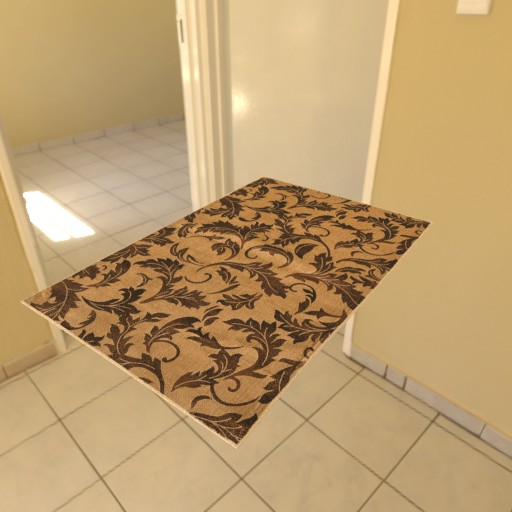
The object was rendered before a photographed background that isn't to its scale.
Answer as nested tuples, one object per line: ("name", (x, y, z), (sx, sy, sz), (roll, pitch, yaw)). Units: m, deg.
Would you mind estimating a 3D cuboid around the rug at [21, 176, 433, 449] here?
("rug", (0.000, 0.000, 2.816), (1.522, 0.008, 2.284), (21, 37, 30))
